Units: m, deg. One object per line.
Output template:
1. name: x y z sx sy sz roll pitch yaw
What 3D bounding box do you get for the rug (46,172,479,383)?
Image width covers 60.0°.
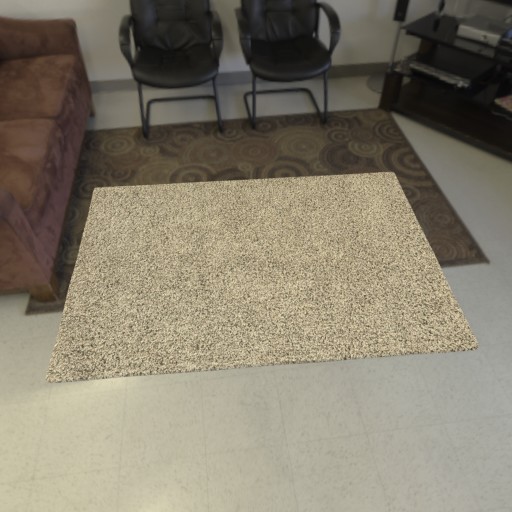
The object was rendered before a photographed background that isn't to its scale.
1. rug: 0.000 0.000 2.216 1.778 0.030 1.219 -4 47 -3
